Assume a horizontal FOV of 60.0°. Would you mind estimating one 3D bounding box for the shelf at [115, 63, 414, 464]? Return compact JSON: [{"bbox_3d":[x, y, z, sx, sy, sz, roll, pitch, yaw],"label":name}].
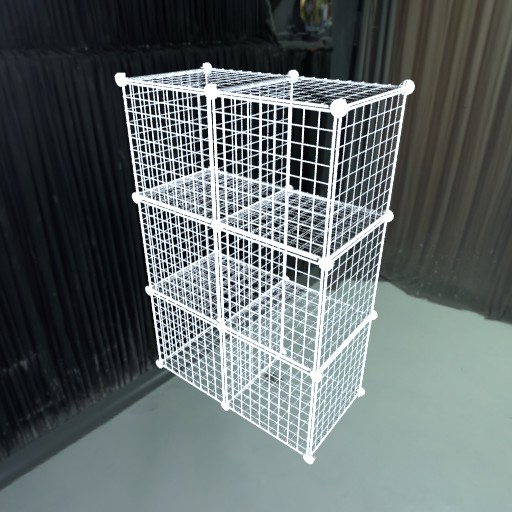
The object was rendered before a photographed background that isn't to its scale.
[{"bbox_3d":[0.000,0.000,1.410,0.711,1.067,0.356,21,35,33],"label":"shelf"}]
